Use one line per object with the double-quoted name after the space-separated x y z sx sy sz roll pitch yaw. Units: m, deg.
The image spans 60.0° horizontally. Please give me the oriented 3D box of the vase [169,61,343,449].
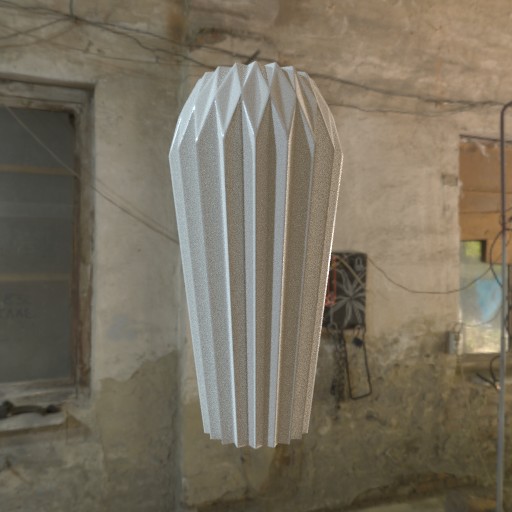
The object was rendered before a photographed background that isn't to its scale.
0.000 0.000 0.342 0.133 0.263 0.133 0 0 0 "vase"
